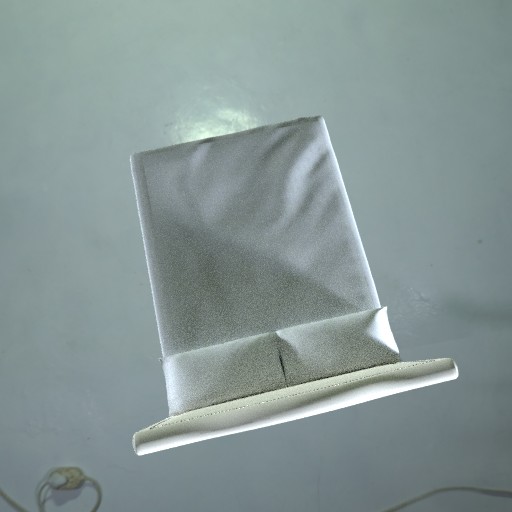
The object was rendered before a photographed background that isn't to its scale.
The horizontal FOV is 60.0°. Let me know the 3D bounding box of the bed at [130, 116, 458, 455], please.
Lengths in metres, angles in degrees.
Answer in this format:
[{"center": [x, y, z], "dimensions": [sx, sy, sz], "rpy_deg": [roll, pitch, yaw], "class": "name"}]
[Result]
[{"center": [0.000, 0.000, 3.181], "dimensions": [1.753, 1.460, 2.143], "rpy_deg": [-12, 75, -3], "class": "bed"}]
